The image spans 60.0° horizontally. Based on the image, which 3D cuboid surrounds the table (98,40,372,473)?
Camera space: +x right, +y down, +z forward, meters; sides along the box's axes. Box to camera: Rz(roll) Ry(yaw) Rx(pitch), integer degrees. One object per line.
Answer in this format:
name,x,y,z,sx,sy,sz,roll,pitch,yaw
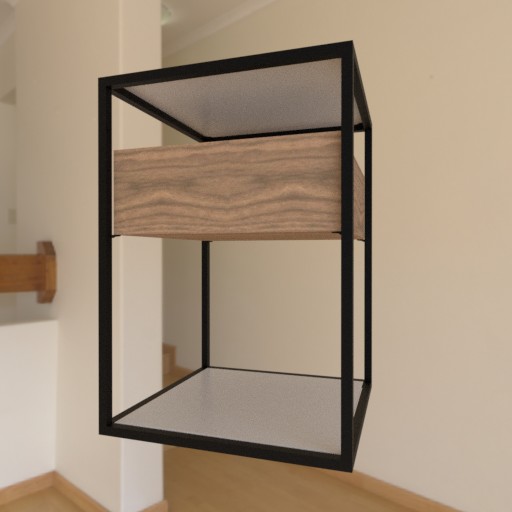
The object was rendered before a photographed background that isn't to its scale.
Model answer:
table,0.000,0.000,0.791,0.378,0.540,0.378,0,0,18
